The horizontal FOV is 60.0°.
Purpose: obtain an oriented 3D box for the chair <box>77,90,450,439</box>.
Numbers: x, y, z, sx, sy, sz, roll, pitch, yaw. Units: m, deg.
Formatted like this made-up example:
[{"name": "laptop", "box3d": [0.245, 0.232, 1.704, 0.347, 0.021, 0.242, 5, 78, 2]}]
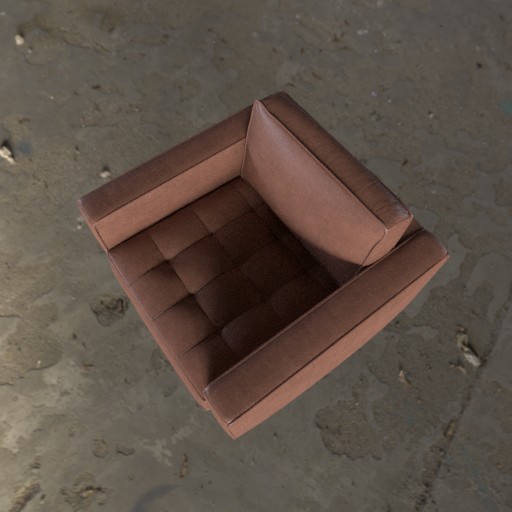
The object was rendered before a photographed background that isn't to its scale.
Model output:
[{"name": "chair", "box3d": [0.000, 0.000, 1.586, 0.900, 0.770, 0.920, -34, 68, -15]}]
